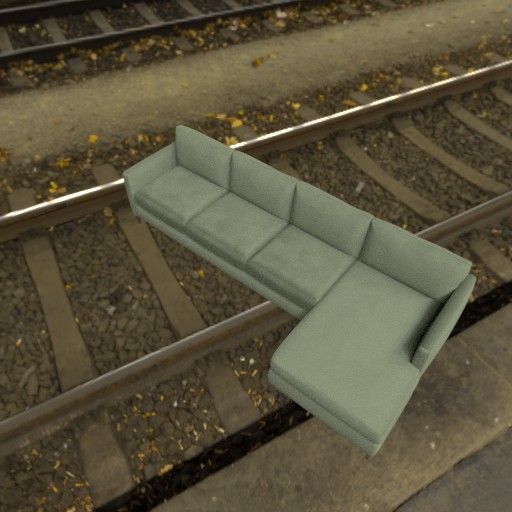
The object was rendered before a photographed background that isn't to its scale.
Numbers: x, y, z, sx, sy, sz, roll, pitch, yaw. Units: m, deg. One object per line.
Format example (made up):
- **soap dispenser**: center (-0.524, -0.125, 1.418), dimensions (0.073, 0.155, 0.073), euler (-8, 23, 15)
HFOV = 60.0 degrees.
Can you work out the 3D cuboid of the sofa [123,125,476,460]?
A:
- **sofa**: center (0.000, 0.000, 3.234), dimensions (2.725, 0.756, 1.255), euler (31, 54, 26)
